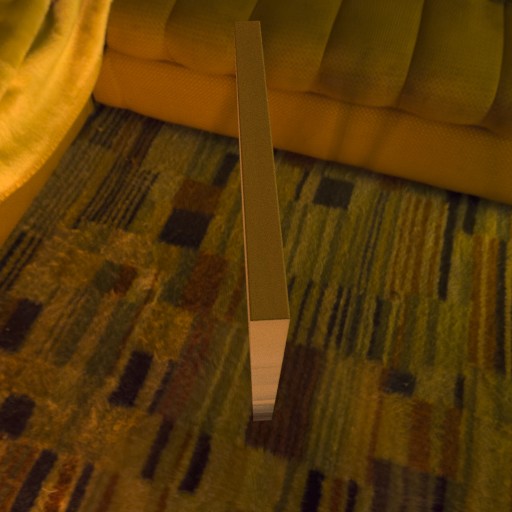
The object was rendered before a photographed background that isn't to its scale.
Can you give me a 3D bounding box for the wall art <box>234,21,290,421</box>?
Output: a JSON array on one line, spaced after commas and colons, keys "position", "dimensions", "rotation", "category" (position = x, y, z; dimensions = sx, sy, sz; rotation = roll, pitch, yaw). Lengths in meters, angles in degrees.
[{"position": [0.000, 0.000, 0.829], "dimensions": [0.040, 0.608, 0.489], "rotation": [-3, 61, -2], "category": "wall art"}]
